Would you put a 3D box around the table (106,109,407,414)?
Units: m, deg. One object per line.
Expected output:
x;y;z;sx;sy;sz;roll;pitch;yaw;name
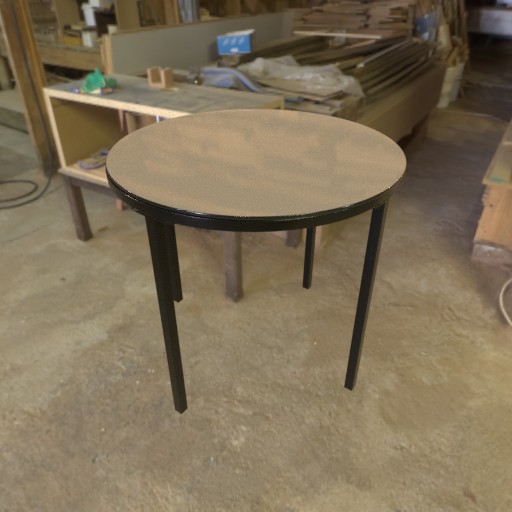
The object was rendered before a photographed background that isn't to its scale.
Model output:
0.000;0.000;0.883;0.499;0.443;0.499;0;33;0;table
